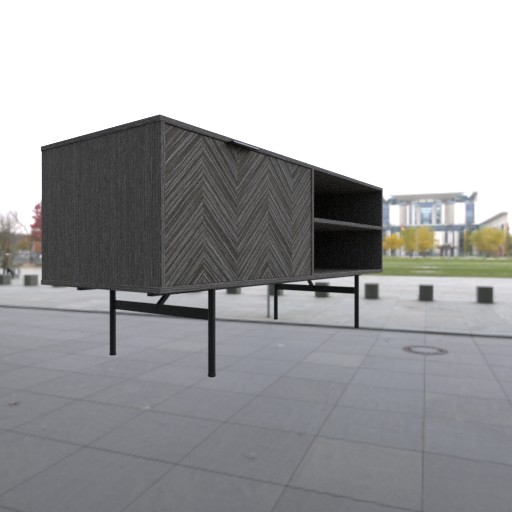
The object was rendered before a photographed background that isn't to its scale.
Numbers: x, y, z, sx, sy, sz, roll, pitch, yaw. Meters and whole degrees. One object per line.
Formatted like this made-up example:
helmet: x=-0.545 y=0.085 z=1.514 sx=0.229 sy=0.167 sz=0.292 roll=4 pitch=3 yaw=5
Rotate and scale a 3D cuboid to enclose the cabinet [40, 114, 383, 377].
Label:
cabinet: x=0.000 y=0.000 z=1.582 sx=0.500 sy=0.599 sz=1.300 roll=0 pitch=0 yaw=36
